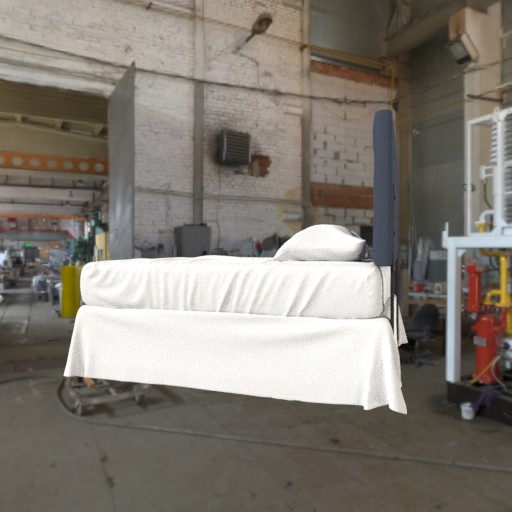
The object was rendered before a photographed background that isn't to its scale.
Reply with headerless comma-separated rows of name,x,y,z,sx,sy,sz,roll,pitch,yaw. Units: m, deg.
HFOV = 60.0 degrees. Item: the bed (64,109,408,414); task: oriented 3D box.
bed,0.000,0.000,3.418,2.222,1.577,1.936,0,1,19
